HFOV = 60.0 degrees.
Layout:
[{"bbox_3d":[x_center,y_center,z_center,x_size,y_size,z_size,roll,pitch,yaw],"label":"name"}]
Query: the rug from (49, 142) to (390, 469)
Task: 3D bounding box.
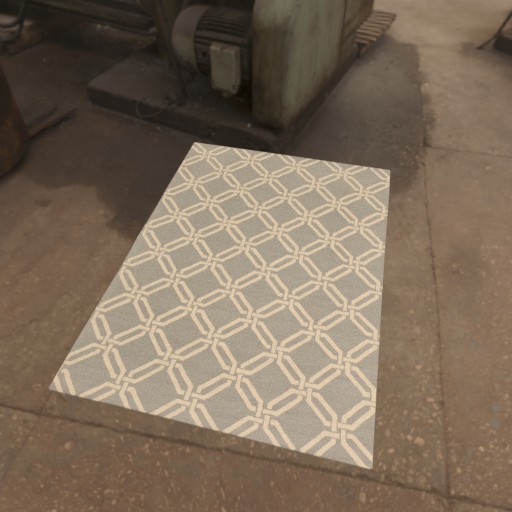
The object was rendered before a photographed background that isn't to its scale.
[{"bbox_3d":[0.000,0.000,2.682,1.522,0.013,2.133,10,49,9],"label":"rug"}]
